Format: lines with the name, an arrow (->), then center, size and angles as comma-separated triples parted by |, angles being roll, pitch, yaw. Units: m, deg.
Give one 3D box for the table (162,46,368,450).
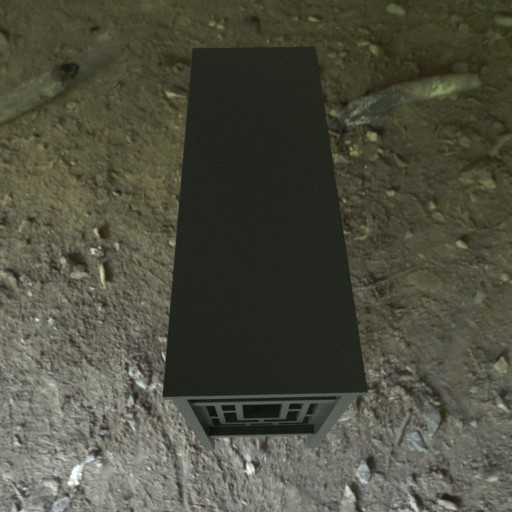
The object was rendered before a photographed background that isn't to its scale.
table -> 0.000, 0.000, 1.428 | 0.397, 0.753, 1.068 | -1, 59, -1
